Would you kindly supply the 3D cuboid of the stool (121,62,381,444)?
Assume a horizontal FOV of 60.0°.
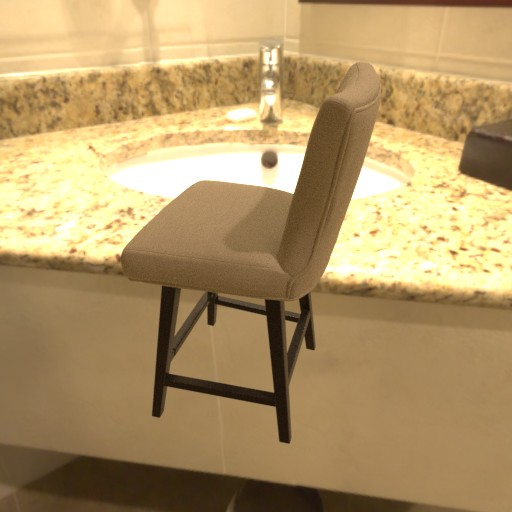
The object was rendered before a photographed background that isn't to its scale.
[{"bbox_3d":[0.000,0.000,1.286,0.574,1.000,0.514,9,32,14],"label":"stool"}]
